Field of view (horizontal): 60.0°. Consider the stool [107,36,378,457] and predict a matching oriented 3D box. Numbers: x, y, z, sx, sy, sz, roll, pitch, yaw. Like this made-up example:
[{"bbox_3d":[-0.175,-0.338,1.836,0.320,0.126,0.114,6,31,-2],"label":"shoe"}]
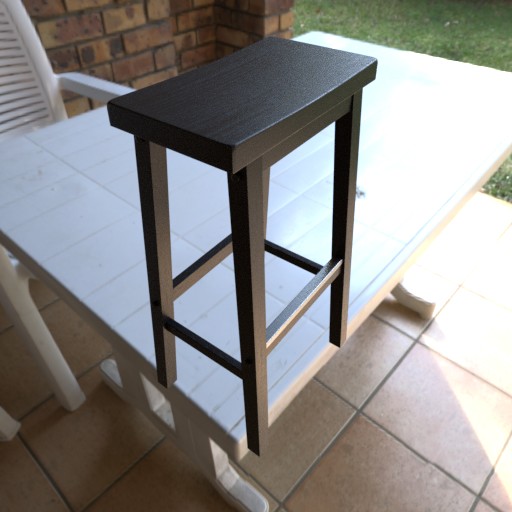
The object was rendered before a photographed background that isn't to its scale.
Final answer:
[{"bbox_3d":[0.000,0.000,0.937,0.322,0.742,0.406,26,47,27],"label":"stool"}]
